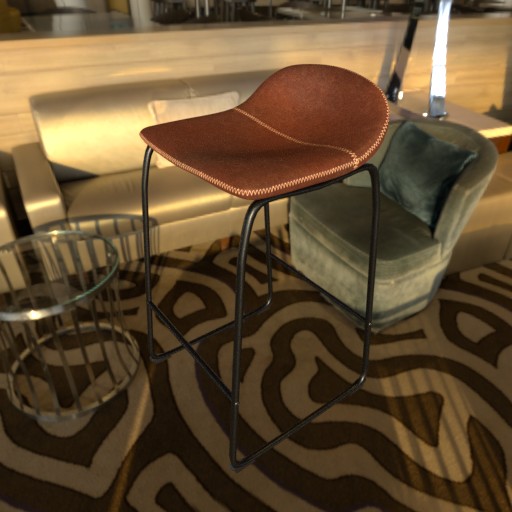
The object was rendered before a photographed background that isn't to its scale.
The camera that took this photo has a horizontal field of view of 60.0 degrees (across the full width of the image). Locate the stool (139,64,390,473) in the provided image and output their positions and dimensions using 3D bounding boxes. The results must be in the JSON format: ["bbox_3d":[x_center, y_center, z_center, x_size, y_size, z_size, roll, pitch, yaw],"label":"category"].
[{"bbox_3d":[0.000,0.000,1.099,0.473,0.830,0.454,-22,39,-30],"label":"stool"}]
